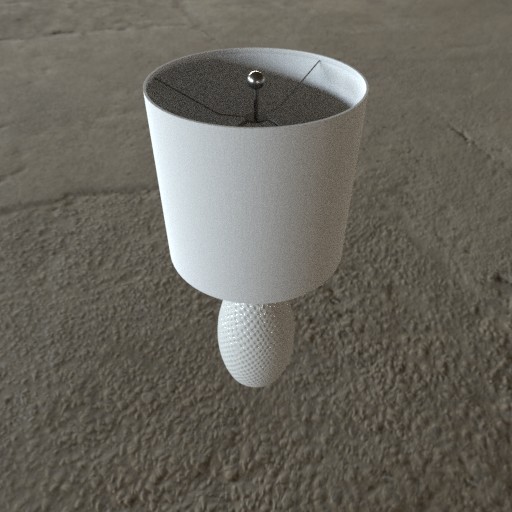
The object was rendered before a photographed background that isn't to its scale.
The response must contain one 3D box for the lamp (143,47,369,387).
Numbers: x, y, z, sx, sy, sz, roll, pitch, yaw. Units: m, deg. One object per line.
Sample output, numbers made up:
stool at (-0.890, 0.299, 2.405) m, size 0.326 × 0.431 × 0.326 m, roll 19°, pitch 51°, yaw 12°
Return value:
lamp at (0.000, 0.000, 0.576) m, size 0.214 × 0.466 × 0.214 m, roll -12°, pitch 42°, yaw -13°
